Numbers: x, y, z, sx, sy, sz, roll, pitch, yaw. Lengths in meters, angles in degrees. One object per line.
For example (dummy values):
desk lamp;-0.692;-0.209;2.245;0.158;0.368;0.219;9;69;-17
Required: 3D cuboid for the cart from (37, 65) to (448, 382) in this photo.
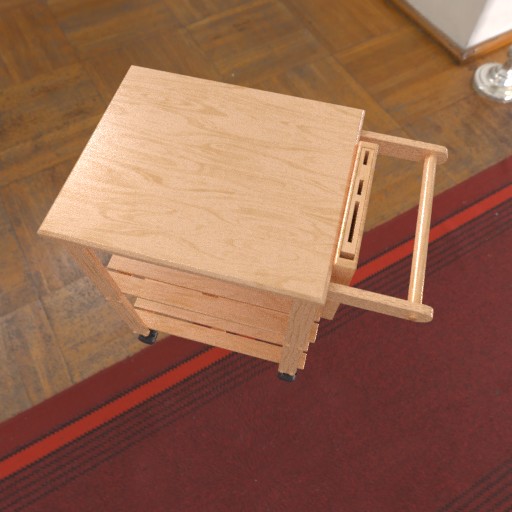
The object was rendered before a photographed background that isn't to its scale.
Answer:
cart;0.000;0.000;1.344;0.843;0.816;0.520;13;64;7
